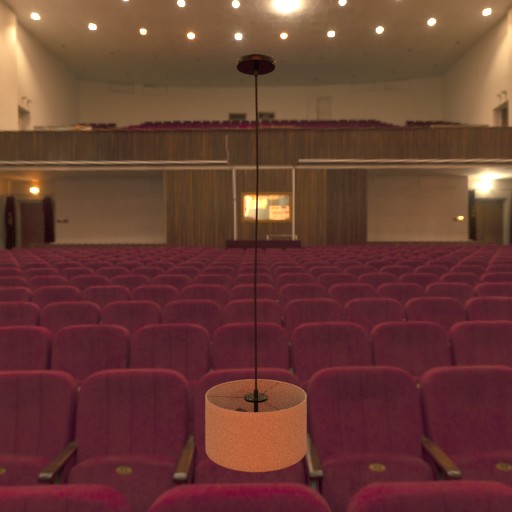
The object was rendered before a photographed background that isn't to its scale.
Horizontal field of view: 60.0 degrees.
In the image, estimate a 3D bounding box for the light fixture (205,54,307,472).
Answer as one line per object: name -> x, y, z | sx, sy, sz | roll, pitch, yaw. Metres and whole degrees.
light fixture -> 0.000, 0.000, 1.747 | 0.399, 1.516, 0.399 | 0, 1, 0
